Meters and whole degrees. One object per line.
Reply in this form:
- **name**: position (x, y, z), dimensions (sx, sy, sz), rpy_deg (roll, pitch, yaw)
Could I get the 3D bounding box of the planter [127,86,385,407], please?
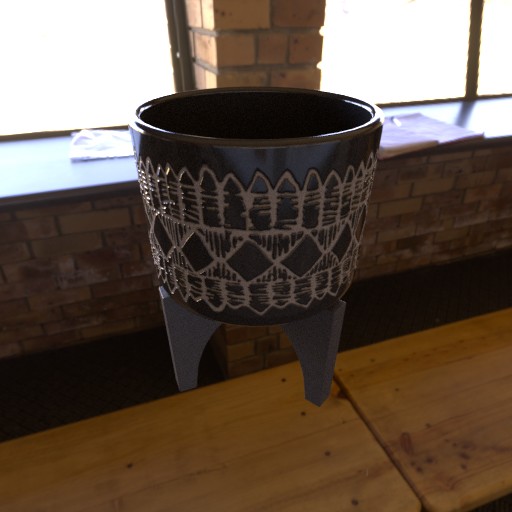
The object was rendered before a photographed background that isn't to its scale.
- **planter**: position (0.000, 0.000, 0.273), dimensions (0.129, 0.177, 0.129), rpy_deg (0, 30, 0)
